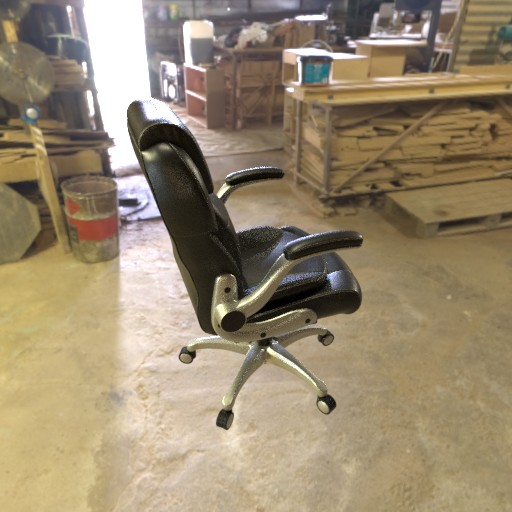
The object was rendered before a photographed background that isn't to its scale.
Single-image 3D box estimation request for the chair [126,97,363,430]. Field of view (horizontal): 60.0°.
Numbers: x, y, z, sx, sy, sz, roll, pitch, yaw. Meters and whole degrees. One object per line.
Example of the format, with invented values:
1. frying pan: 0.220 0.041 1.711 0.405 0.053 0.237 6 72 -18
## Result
1. chair: 0.000 0.000 1.687 0.801 1.141 0.724 -10 31 -17
